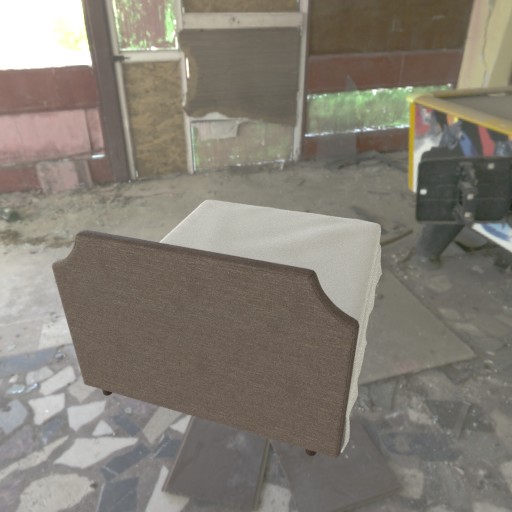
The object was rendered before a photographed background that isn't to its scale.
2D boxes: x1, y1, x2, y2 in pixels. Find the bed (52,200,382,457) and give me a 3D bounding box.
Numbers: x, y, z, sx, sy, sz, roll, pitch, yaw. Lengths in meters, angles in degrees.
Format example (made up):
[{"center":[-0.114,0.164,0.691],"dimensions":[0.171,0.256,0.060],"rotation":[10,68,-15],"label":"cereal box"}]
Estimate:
[{"center":[0.000,0.000,4.265],"dimensions":[2.350,1.590,2.773],"rotation":[10,32,16],"label":"bed"}]
